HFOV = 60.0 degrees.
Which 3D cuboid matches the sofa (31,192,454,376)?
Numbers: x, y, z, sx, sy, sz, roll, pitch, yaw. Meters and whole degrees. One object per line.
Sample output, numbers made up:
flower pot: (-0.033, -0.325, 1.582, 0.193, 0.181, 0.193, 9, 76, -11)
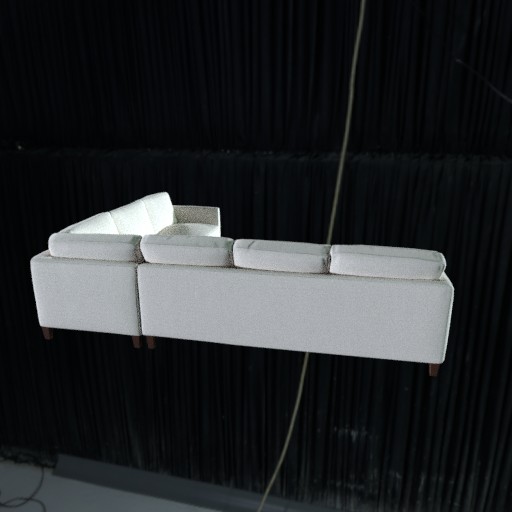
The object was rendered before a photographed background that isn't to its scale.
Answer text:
sofa: (0.000, 0.000, 4.565, 3.302, 0.947, 2.593, 3, 17, 10)
